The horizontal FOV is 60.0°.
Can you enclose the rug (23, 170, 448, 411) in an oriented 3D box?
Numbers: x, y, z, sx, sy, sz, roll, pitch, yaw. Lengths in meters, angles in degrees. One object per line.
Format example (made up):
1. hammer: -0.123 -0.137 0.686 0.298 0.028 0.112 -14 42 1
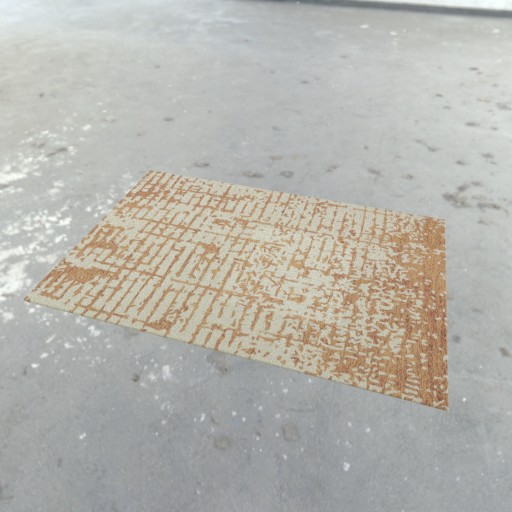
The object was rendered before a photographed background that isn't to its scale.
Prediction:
1. rug: 0.000 0.000 2.239 1.829 0.011 1.219 12 42 13
